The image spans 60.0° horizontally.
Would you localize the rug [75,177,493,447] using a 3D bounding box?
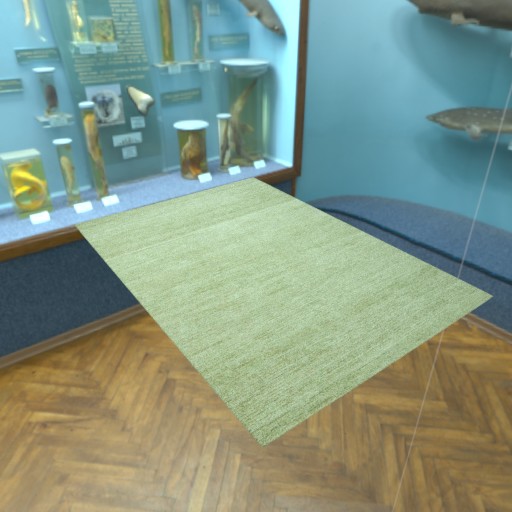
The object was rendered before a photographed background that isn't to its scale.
[{"bbox_3d":[0.000,0.000,2.837,1.606,0.017,2.270,-21,37,-31],"label":"rug"}]
